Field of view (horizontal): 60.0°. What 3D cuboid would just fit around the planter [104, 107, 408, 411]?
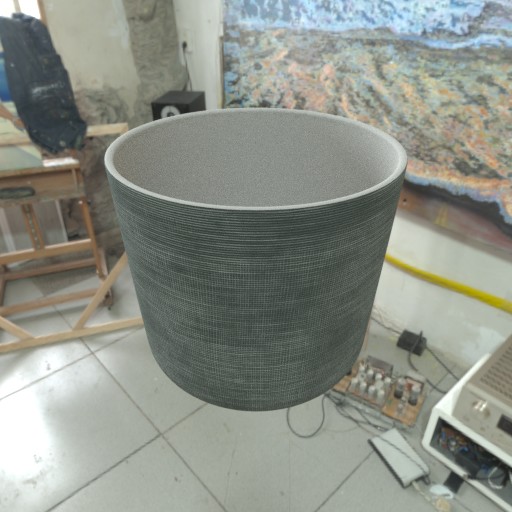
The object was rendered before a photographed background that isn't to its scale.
[{"bbox_3d":[0.000,0.000,0.774,0.440,0.398,0.440,0,32,0],"label":"planter"}]
